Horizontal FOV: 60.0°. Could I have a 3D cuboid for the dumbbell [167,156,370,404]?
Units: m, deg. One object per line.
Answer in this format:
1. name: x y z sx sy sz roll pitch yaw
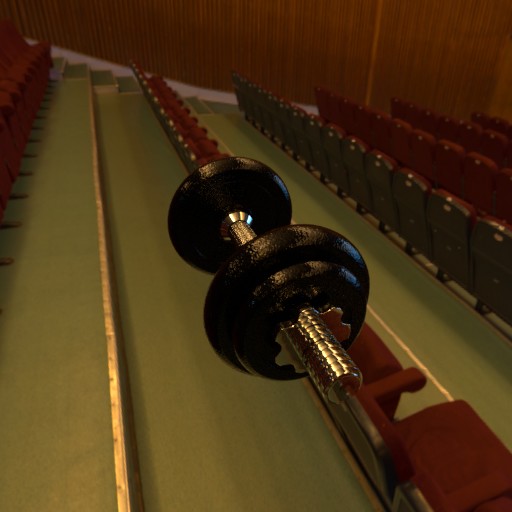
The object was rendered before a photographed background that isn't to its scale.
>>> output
1. dumbbell: 0.000 0.000 0.605 0.202 0.202 0.497 -10 33 -16
